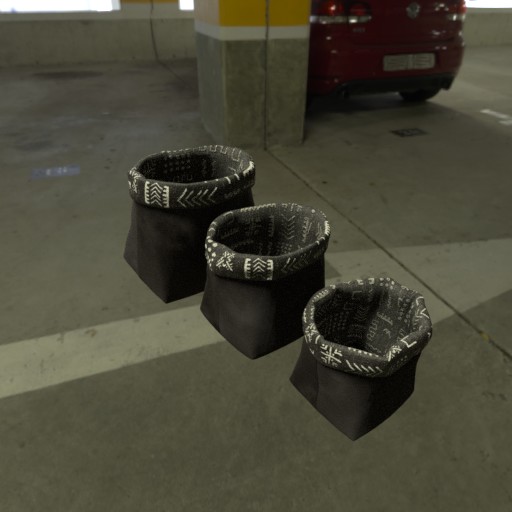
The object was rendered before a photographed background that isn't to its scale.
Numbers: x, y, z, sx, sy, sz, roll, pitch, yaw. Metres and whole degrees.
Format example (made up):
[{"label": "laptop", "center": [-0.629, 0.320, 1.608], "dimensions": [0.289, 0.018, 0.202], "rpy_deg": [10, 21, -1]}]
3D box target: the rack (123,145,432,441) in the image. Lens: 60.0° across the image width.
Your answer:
[{"label": "rack", "center": [0.000, 0.000, 1.084], "dimensions": [0.379, 0.323, 0.905], "rpy_deg": [-22, 37, -32]}]
